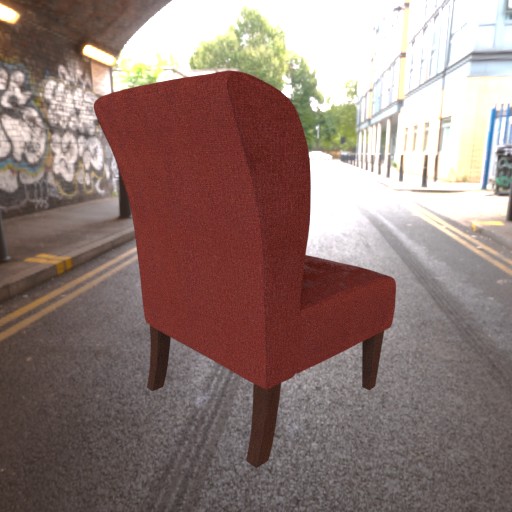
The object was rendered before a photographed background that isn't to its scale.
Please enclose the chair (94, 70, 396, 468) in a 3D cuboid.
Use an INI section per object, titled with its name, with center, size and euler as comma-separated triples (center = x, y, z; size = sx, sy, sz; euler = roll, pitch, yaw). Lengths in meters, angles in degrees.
[chair]
center = 0.000, 0.000, 1.228
size = 0.640, 0.846, 0.538
euler = -12, 18, -41
